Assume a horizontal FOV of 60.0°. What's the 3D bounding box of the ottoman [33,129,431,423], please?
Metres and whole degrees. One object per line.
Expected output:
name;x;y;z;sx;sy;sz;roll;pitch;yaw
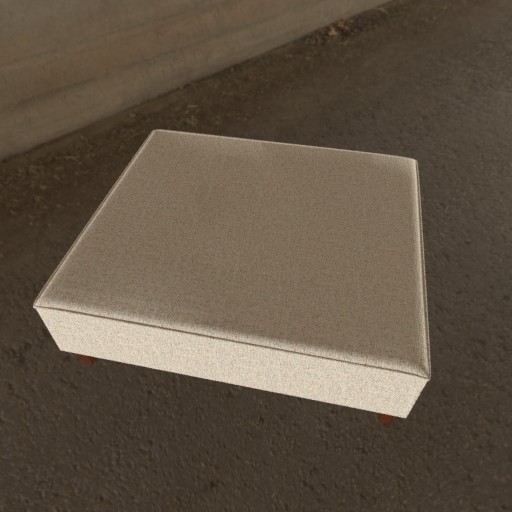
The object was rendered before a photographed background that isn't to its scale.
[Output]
ottoman;0.000;0.000;1.240;0.835;0.303;0.736;9;47;8
